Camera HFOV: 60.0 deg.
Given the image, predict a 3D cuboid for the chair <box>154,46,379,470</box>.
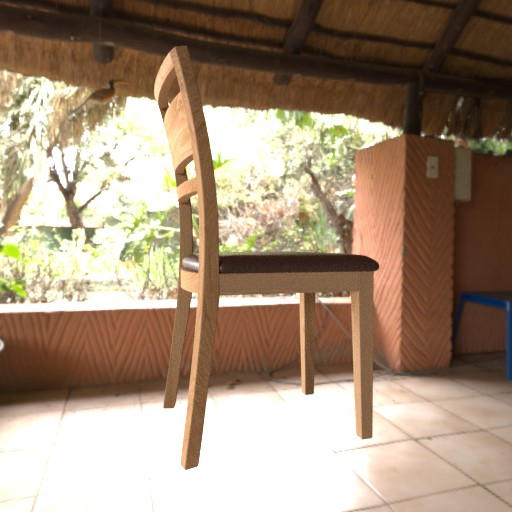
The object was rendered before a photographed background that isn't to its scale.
[{"bbox_3d":[0.000,0.000,1.241,0.545,0.940,0.420,0,2,-18],"label":"chair"}]
